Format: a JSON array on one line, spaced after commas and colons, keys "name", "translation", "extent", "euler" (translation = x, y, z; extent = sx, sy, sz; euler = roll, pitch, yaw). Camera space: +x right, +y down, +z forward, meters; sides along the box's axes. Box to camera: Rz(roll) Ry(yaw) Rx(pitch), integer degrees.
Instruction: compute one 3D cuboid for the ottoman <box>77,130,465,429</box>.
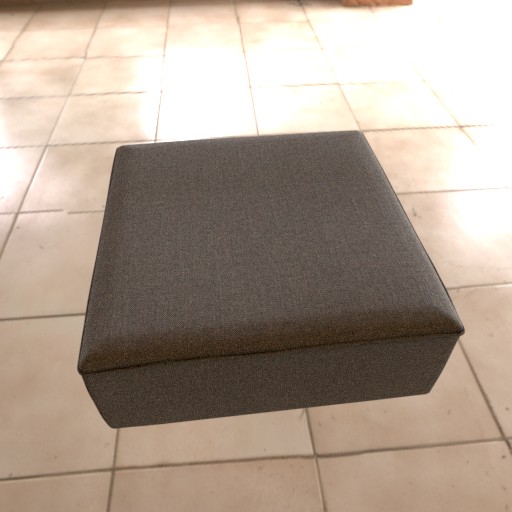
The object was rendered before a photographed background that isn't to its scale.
[{"name": "ottoman", "translation": [0.000, 0.000, 1.574], "extent": [1.017, 0.423, 1.023], "euler": [-4, 47, -4]}]
